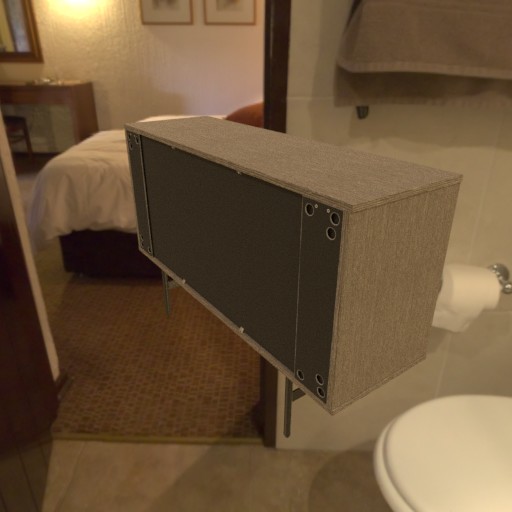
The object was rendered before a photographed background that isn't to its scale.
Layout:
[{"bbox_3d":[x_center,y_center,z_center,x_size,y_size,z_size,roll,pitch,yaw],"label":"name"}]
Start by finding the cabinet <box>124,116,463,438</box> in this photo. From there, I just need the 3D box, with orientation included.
[{"bbox_3d":[0.000,0.000,1.555,0.405,0.787,1.194,-17,30,-32],"label":"cabinet"}]
